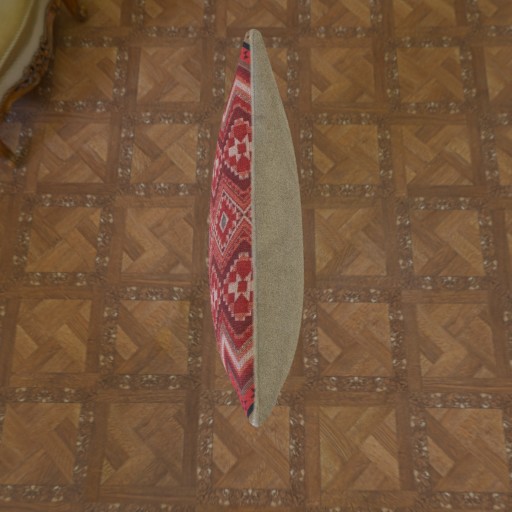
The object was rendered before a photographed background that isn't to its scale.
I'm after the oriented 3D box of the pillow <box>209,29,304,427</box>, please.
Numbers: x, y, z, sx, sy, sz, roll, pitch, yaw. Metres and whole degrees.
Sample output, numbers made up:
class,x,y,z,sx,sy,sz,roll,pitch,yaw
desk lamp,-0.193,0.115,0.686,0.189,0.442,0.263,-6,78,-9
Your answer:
class,x,y,z,sx,sy,sz,roll,pitch,yaw
pillow,0.000,0.000,0.783,0.158,0.511,0.513,-1,75,0
